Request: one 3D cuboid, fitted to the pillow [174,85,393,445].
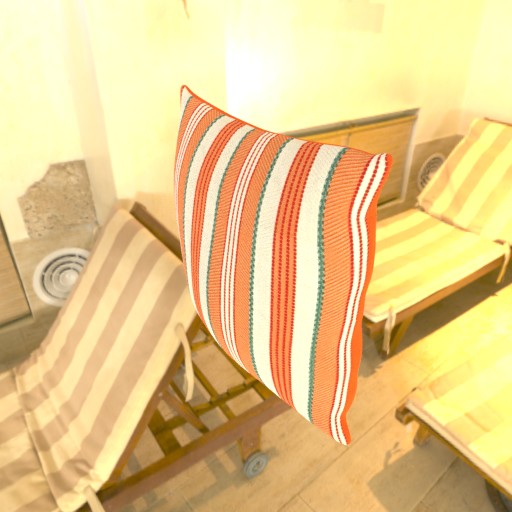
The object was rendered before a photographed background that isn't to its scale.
[{"bbox_3d":[0.000,0.000,0.677,0.182,0.441,0.440,-20,36,-30],"label":"pillow"}]
